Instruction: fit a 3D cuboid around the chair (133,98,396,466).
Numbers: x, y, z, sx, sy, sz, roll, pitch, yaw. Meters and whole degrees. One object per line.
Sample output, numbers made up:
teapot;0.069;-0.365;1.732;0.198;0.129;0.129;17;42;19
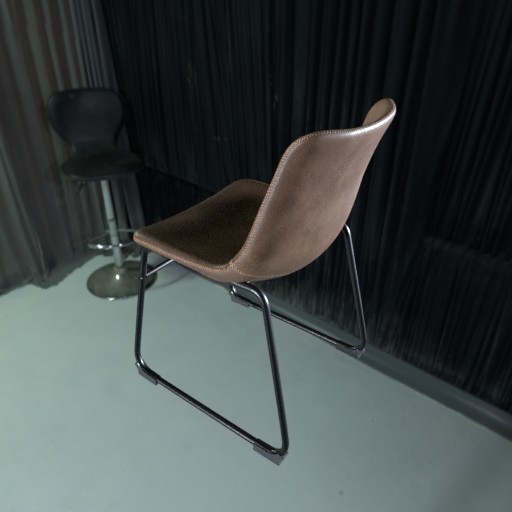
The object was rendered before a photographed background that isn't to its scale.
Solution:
chair;0.000;0.000;1.127;0.551;0.780;0.460;21;38;30
